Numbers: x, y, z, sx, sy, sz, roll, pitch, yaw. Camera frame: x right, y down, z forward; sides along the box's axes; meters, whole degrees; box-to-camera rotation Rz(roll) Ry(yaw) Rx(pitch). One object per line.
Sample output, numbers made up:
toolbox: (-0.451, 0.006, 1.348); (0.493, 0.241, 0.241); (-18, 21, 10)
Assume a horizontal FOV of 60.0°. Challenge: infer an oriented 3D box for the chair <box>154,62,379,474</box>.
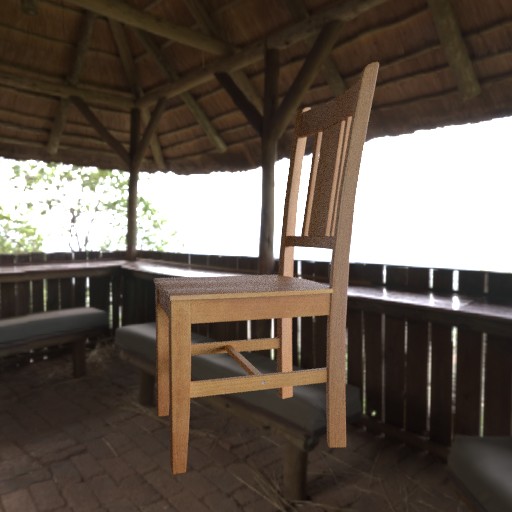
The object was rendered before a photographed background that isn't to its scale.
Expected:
chair: (0.000, 0.000, 1.282); (0.556, 0.998, 0.450); (-1, 3, -18)
